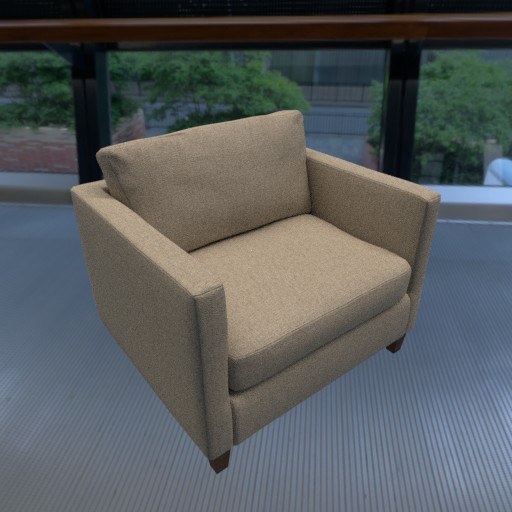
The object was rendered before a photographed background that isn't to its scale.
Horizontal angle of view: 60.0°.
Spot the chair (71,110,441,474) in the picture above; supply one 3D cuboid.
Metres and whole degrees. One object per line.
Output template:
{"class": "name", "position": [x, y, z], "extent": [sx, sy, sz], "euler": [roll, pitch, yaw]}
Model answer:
{"class": "chair", "position": [0.000, 0.000, 1.799], "extent": [1.107, 0.961, 0.959], "euler": [-21, 36, -32]}
